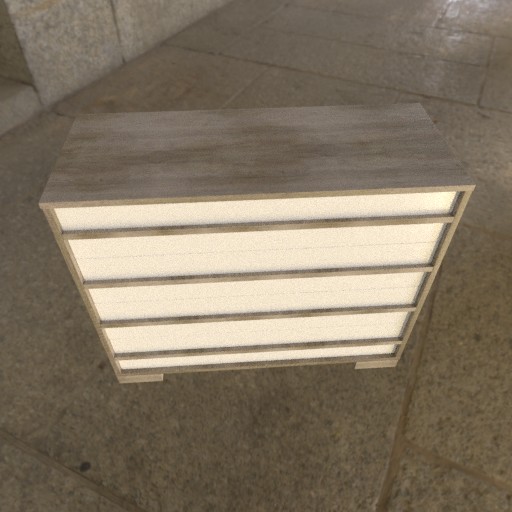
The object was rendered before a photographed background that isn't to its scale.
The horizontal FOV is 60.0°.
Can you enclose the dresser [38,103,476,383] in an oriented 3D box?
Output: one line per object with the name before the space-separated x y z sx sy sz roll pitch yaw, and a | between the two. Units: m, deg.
dresser | 0.000 0.000 1.435 0.994 0.816 0.404 -3 46 -3
